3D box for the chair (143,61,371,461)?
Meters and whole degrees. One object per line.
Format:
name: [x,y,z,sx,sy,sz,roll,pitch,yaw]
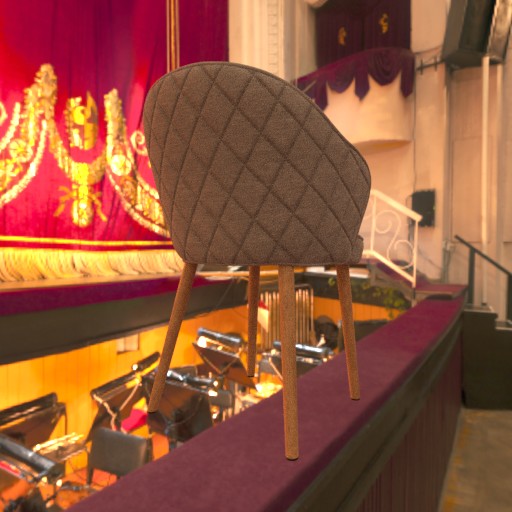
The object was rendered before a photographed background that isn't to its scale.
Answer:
chair: [0.000,0.000,1.139,0.540,0.800,0.530,1,2,35]
